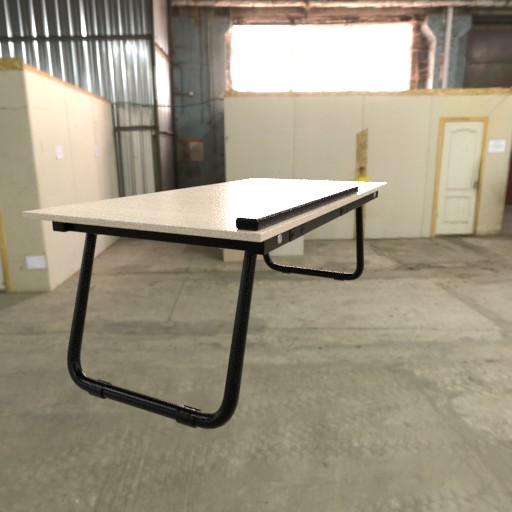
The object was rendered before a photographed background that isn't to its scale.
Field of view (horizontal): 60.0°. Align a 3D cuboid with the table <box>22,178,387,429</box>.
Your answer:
[{"bbox_3d":[0.000,0.000,0.777,0.322,0.242,0.644,7,15,25],"label":"table"}]
